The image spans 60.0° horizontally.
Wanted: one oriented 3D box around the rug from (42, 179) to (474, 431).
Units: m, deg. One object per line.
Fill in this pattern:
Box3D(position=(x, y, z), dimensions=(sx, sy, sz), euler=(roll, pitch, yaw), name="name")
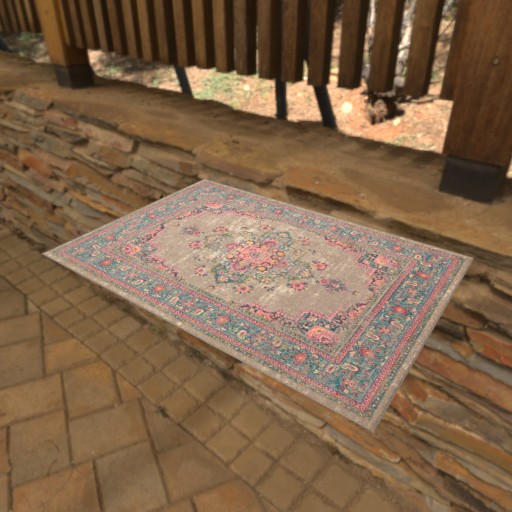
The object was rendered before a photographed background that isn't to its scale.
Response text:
Box3D(position=(0.000, 0.000, 3.602), dimensions=(2.890, 0.013, 2.005), euler=(21, 37, 30), name="rug")
